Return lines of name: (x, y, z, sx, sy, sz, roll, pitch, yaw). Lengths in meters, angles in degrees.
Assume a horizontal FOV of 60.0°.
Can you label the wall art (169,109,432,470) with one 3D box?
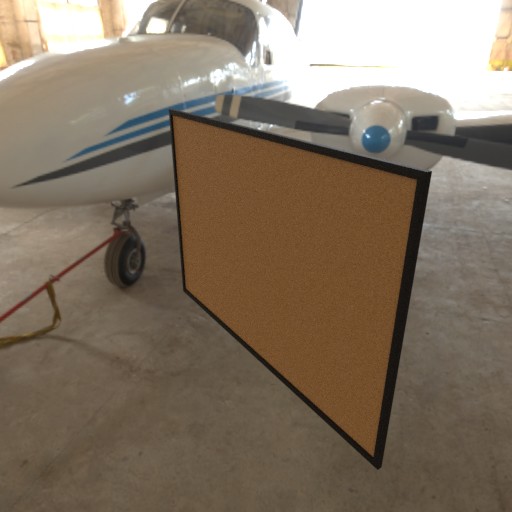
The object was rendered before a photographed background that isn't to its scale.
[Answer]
wall art: (0.000, 0.000, 1.197, 0.013, 0.665, 0.963, -16, 30, -31)
